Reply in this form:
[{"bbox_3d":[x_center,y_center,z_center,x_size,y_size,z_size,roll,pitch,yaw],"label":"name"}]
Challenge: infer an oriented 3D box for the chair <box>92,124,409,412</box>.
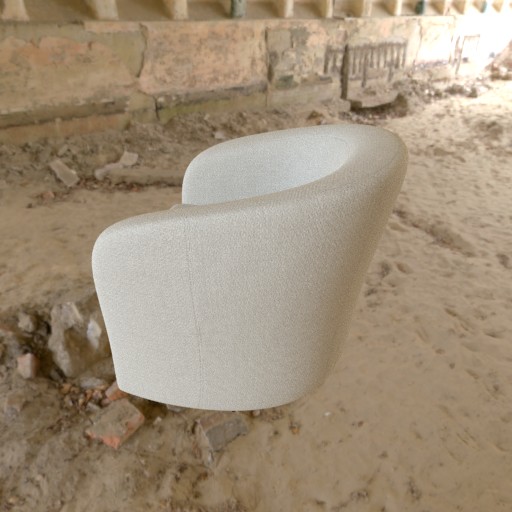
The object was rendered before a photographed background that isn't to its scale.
[{"bbox_3d":[0.000,0.000,1.408,0.815,0.771,0.791,7,30,12],"label":"chair"}]
